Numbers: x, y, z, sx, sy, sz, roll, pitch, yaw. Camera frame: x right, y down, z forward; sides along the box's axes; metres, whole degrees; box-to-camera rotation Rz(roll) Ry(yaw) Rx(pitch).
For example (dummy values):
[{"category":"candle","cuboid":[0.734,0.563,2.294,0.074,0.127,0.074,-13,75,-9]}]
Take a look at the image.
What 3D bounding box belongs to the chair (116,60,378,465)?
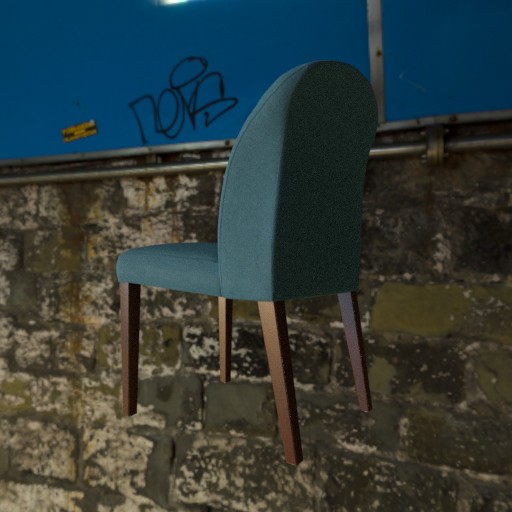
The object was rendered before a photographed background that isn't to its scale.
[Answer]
[{"category":"chair","cuboid":[0.000,0.000,1.233,0.620,0.879,0.507,-1,-1,35]}]
